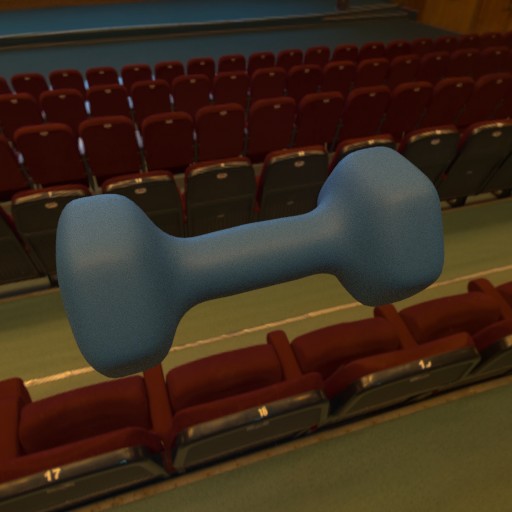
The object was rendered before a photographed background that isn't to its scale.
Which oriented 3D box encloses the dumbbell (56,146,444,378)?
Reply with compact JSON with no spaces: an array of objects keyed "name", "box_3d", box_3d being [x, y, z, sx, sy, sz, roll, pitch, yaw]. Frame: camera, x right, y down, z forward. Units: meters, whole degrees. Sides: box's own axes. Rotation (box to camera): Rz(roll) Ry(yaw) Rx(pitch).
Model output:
[{"name":"dumbbell","box_3d":[0.000,0.000,0.262,0.212,0.093,0.103,-12,42,-14]}]
